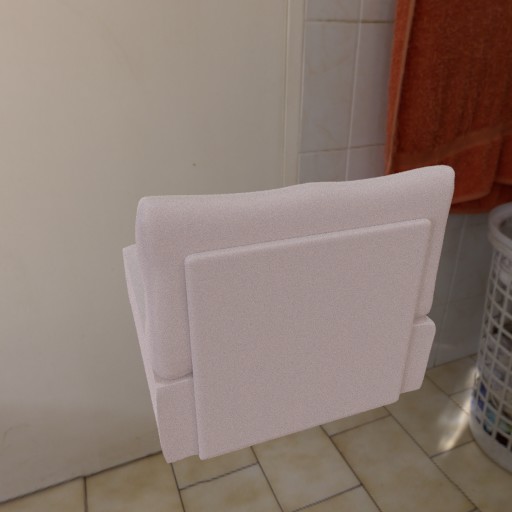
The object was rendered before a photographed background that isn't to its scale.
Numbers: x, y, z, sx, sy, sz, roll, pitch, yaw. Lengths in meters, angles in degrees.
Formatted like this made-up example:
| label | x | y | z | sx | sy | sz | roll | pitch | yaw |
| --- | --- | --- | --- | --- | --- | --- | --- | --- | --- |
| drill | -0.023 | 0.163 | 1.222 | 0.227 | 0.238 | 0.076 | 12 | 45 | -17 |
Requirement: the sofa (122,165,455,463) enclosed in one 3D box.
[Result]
| label | x | y | z | sx | sy | sz | roll | pitch | yaw |
| --- | --- | --- | --- | --- | --- | --- | --- | --- | --- |
| sofa | 0.000 | 0.000 | 1.681 | 0.935 | 0.828 | 1.000 | -9 | 27 | -18 |
